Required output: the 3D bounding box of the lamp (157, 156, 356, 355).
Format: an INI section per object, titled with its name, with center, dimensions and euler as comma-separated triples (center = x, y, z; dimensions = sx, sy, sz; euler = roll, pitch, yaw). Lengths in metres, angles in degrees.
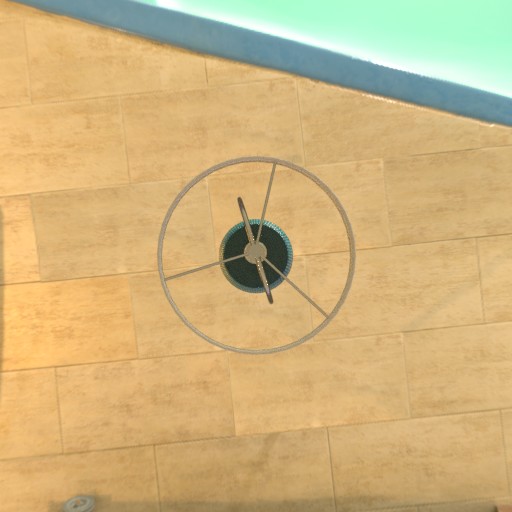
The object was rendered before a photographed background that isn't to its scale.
[lamp]
center = 0.000, 0.000, 0.821
dimensions = 0.355, 0.582, 0.355
euler = 0, 90, 0
